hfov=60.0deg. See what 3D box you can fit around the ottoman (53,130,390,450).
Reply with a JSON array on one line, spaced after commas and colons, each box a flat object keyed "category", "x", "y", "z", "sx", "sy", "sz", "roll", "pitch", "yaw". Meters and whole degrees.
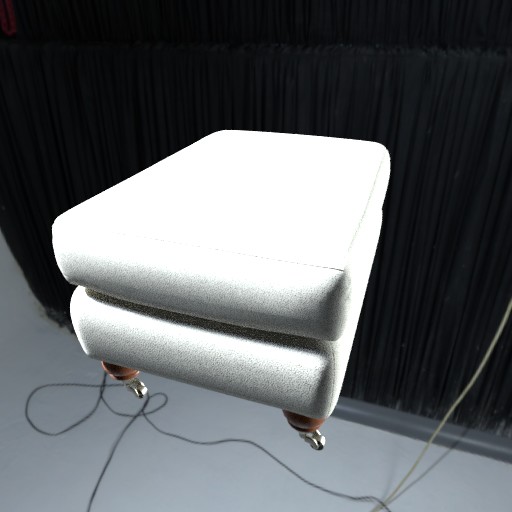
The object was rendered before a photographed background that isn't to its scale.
[{"category": "ottoman", "x": 0.000, "y": 0.000, "z": 1.128, "sx": 0.569, "sy": 0.499, "sz": 0.773, "roll": 10, "pitch": 30, "yaw": 17}]
